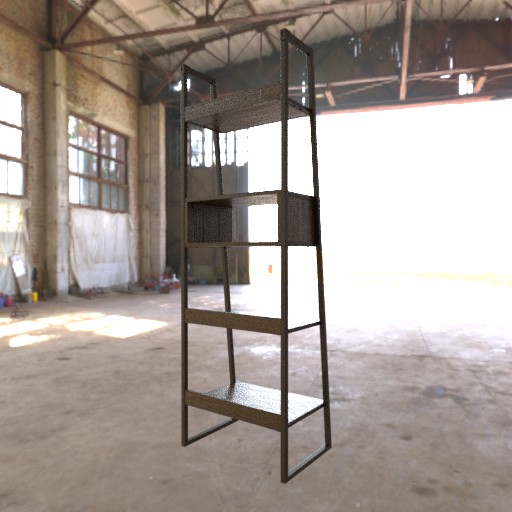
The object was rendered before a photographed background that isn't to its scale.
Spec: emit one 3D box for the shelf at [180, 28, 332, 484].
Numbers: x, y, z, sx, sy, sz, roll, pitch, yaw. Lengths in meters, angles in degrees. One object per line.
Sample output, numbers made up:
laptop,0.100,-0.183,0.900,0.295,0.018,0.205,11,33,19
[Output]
shelf,0.000,0.000,2.318,0.652,2.005,0.454,0,1,36
